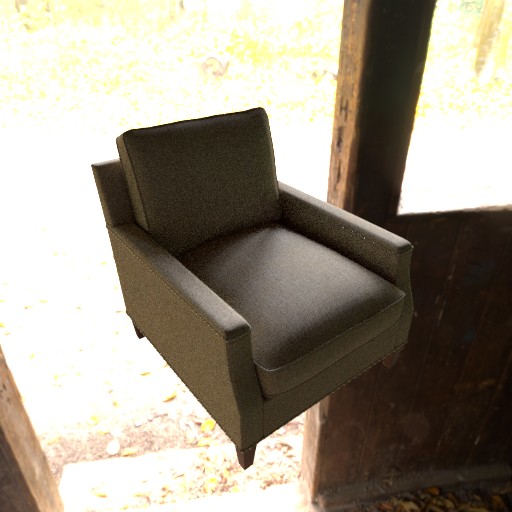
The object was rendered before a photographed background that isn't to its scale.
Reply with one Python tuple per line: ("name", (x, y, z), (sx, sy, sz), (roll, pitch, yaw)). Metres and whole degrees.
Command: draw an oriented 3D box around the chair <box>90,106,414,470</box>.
("chair", (0.000, 0.000, 1.755), (0.853, 0.943, 1.014), (-22, 37, -31))
